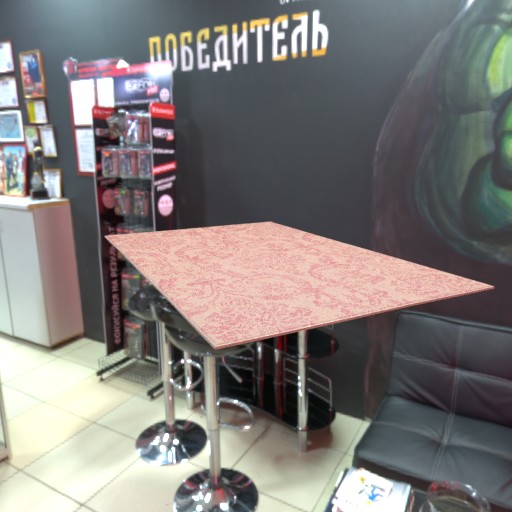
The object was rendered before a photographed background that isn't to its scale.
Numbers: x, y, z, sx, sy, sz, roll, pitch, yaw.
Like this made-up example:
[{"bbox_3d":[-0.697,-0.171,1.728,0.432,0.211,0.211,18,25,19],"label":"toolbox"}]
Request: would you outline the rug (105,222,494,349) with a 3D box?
[{"bbox_3d":[0.000,0.000,2.306,1.219,0.012,1.839,-7,15,-27],"label":"rug"}]
